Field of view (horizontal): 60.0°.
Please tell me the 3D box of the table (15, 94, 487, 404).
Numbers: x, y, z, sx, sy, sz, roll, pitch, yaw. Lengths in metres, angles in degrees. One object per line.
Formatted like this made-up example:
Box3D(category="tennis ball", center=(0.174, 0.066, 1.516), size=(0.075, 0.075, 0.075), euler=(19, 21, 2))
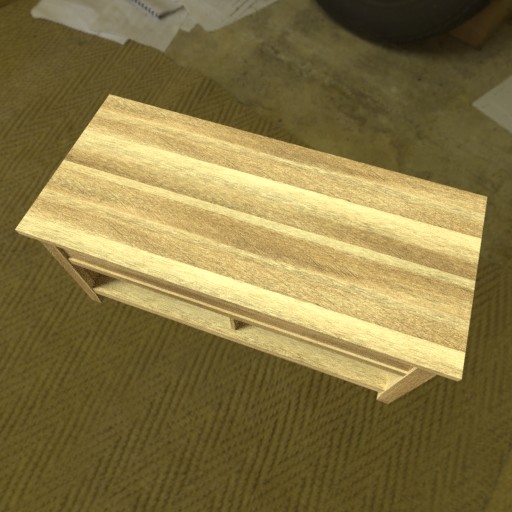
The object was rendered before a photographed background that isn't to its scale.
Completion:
Box3D(category="table", center=(0.000, 0.000, 1.336), size=(1.095, 0.480, 0.493), euler=(18, 64, 9))
